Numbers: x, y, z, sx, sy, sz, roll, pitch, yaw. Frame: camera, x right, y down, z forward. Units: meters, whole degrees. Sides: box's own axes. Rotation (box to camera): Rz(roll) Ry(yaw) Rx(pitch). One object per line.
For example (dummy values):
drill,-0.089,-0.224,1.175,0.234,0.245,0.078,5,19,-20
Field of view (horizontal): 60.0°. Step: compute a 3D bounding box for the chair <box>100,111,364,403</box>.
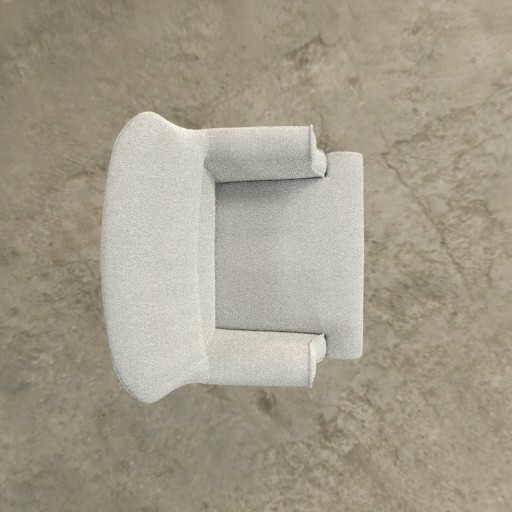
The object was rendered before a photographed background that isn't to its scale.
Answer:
chair,0.000,0.000,1.475,0.750,0.875,0.781,0,91,-1
